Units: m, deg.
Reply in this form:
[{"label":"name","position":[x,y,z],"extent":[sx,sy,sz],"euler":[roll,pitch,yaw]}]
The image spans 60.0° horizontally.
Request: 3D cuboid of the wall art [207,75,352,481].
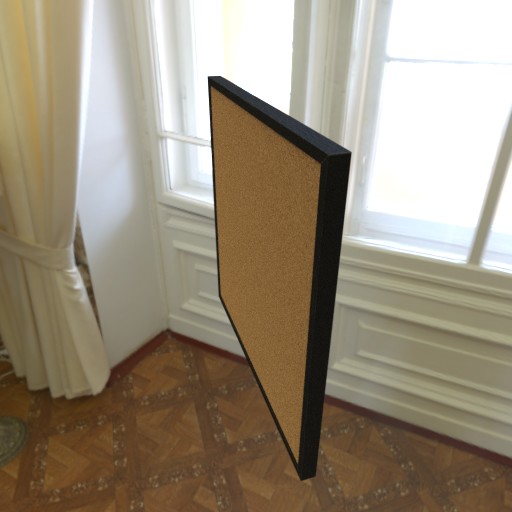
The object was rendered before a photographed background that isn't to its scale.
[{"label":"wall art","position":[0.000,0.000,1.135],"extent":[0.037,0.761,0.761],"euler":[-10,32,-16]}]
